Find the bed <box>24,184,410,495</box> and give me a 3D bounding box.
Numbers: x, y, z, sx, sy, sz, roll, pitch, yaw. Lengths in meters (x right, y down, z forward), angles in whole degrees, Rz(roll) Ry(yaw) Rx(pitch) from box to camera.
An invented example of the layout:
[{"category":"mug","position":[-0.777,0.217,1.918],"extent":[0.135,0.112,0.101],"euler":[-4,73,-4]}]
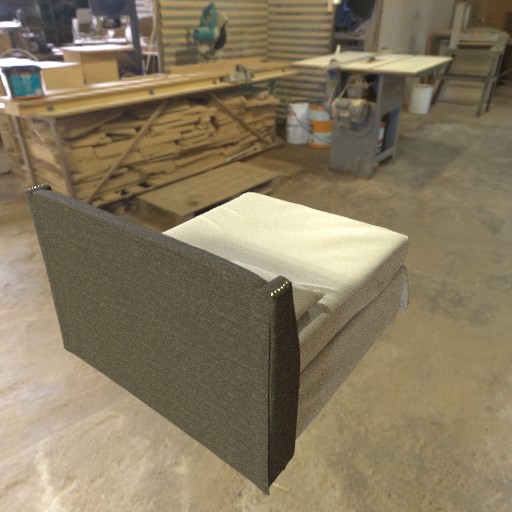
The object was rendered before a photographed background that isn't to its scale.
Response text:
[{"category":"bed","position":[0.000,0.000,3.314],"extent":[1.925,1.332,2.276],"euler":[21,35,32]}]
